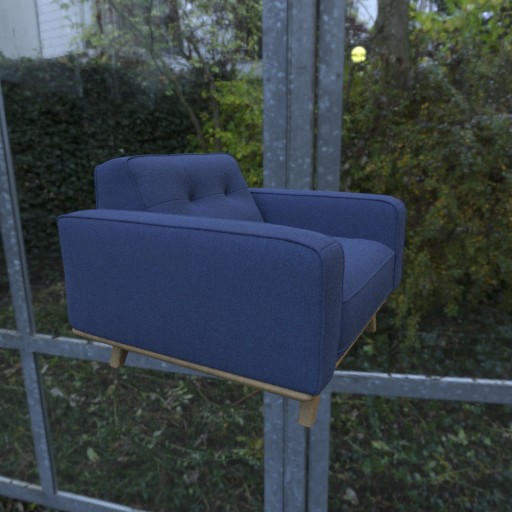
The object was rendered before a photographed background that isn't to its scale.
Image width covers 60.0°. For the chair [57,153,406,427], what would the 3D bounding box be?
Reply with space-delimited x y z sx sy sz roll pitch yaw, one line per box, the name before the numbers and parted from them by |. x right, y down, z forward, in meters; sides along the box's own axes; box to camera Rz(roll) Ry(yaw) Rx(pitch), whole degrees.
chair | 0.000 0.000 1.750 0.953 0.783 1.118 7 16 27
